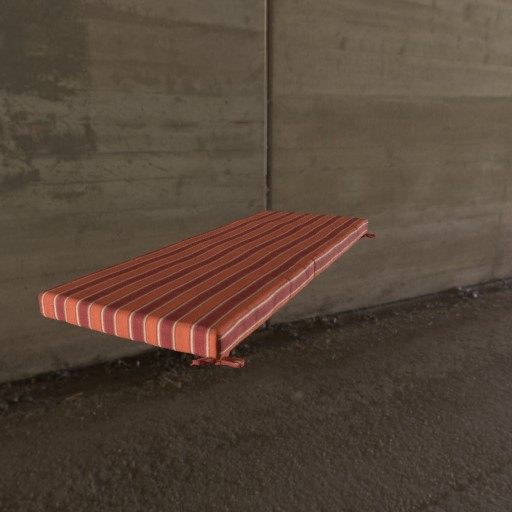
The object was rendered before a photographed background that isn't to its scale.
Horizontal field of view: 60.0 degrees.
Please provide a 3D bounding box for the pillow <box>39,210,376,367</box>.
[{"bbox_3d":[0.000,0.000,1.342,0.492,0.081,1.187,8,17,25],"label":"pillow"}]
